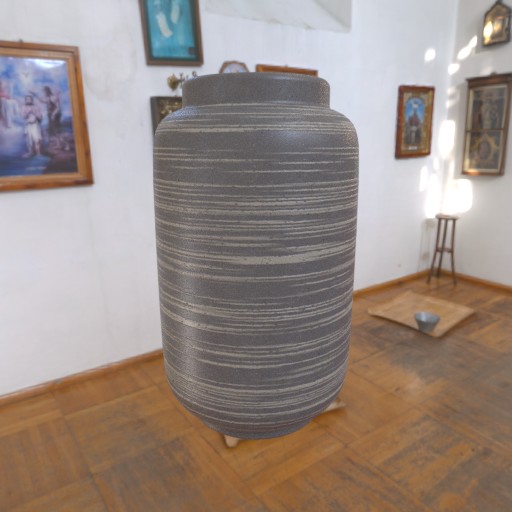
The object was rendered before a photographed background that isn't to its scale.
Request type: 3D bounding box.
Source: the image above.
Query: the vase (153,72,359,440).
[{"bbox_3d":[0.000,0.000,0.679,0.297,0.499,0.297,0,14,0],"label":"vase"}]
